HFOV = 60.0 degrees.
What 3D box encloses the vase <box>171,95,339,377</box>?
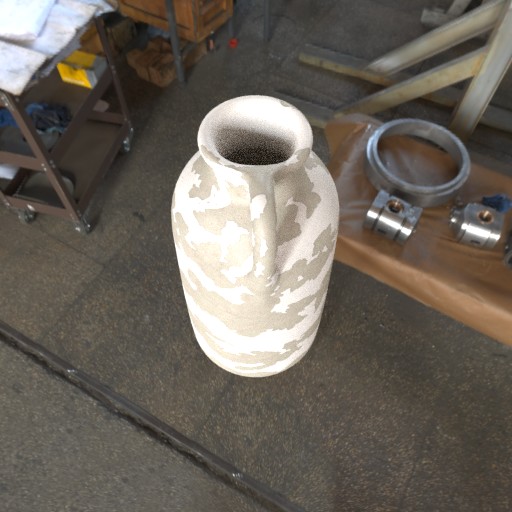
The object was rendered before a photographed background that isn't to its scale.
[{"bbox_3d":[0.000,0.000,0.497,0.186,0.382,0.203,-3,59,-2],"label":"vase"}]
